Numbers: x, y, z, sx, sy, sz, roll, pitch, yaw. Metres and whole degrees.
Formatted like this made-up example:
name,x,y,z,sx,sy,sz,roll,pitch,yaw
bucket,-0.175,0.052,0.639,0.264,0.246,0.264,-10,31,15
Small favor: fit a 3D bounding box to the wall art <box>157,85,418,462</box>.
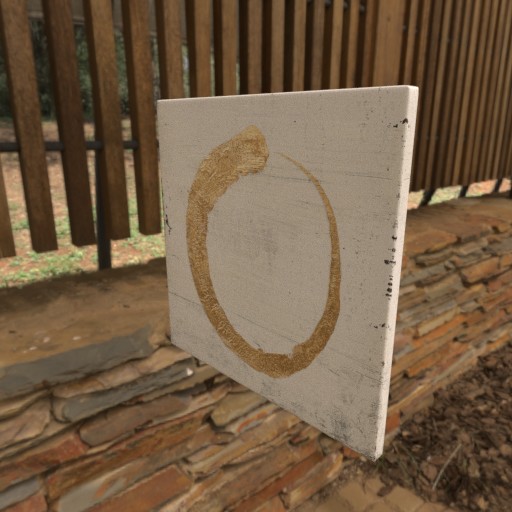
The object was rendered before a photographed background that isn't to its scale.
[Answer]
name,x,y,z,sx,sy,sz,roll,pitch,yaw
wall art,0.000,0.000,1.114,0.038,0.762,0.762,-16,23,-43
